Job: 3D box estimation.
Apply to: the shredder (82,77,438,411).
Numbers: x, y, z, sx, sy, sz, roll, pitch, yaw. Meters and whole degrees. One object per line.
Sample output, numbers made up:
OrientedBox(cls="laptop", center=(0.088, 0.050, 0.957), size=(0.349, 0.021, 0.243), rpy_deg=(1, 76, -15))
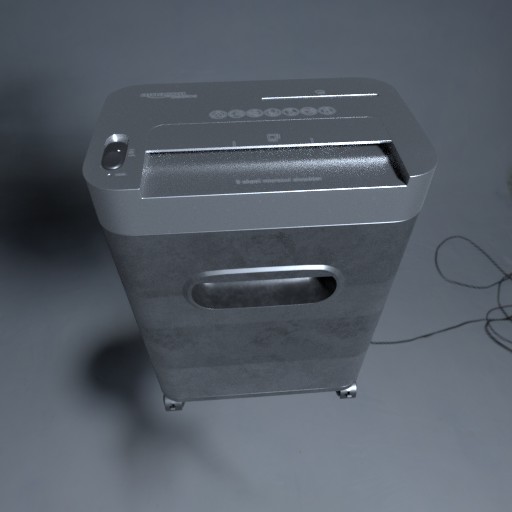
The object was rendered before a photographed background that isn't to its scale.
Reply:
OrientedBox(cls="shredder", center=(0.000, 0.000, 0.593), size=(0.311, 0.419, 0.237), rpy_deg=(-3, 46, -3))
